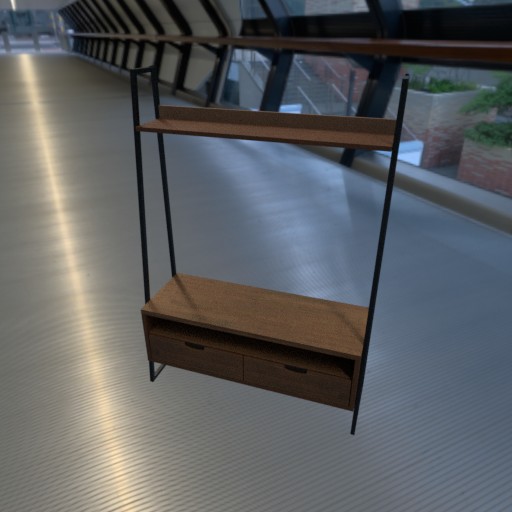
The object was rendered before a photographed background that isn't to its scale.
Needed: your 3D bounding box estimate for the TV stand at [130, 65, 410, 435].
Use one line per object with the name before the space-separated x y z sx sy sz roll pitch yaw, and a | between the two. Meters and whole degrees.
TV stand | 0.000 0.000 2.311 1.250 1.772 0.432 9 29 17
